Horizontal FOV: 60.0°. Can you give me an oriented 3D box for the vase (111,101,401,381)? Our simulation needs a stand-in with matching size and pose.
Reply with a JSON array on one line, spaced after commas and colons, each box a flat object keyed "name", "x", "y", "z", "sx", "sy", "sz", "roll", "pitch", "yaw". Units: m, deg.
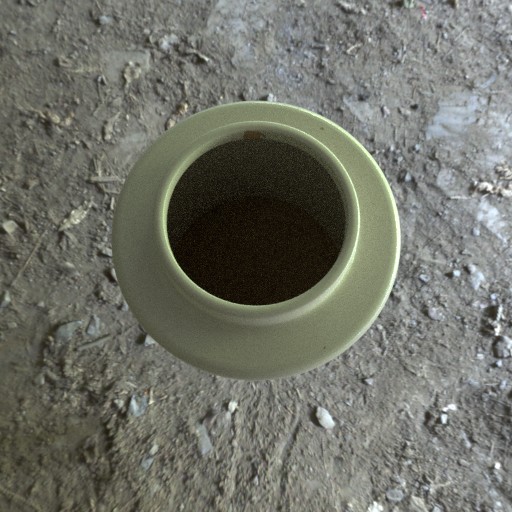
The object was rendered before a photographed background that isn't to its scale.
[{"name": "vase", "x": 0.000, "y": 0.000, "z": 0.287, "sx": 0.153, "sy": 0.167, "sz": 0.153, "roll": 0, "pitch": 76, "yaw": 0}]
